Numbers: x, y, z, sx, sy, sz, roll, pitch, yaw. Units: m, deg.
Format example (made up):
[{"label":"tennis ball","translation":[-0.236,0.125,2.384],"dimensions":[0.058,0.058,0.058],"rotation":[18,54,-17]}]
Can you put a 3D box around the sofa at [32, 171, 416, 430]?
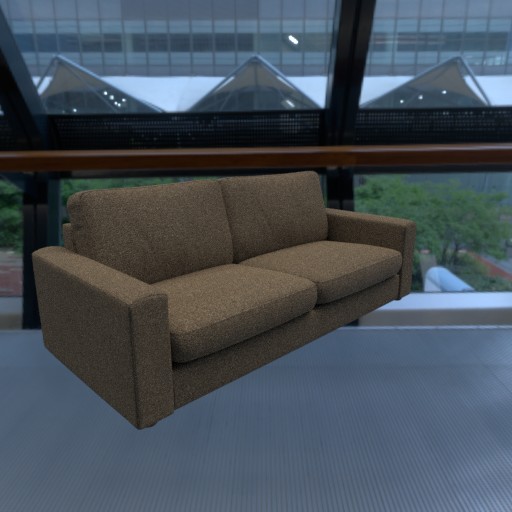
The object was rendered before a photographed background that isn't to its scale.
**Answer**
[{"label":"sofa","translation":[0.000,0.000,2.641],"dimensions":[2.179,0.873,1.016],"rotation":[-15,21,-43]}]
